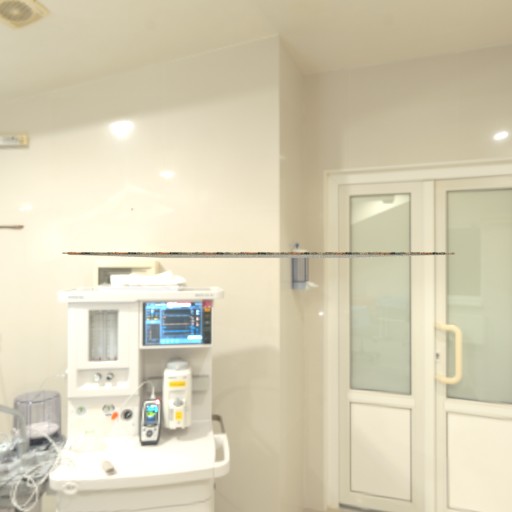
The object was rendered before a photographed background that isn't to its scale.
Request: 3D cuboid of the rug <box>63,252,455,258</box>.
[{"bbox_3d":[0.000,0.000,2.285,1.278,0.009,1.730,0,-1,-1],"label":"rug"}]
